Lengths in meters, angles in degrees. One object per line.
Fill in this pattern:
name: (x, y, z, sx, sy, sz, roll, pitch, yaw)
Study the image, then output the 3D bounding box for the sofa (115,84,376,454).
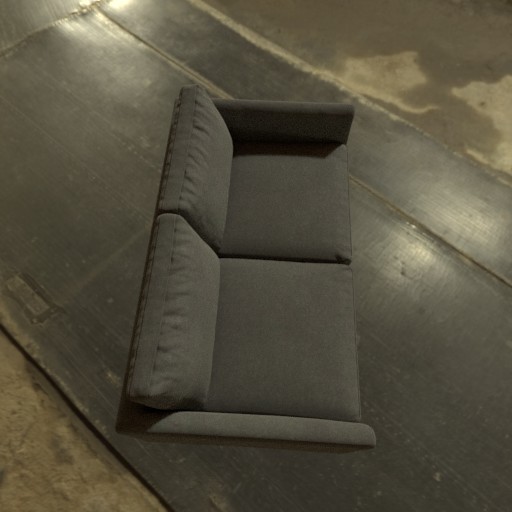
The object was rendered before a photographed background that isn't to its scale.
sofa: (0.000, 0.000, 2.425, 1.091, 0.845, 1.909, 3, 63, 1)
